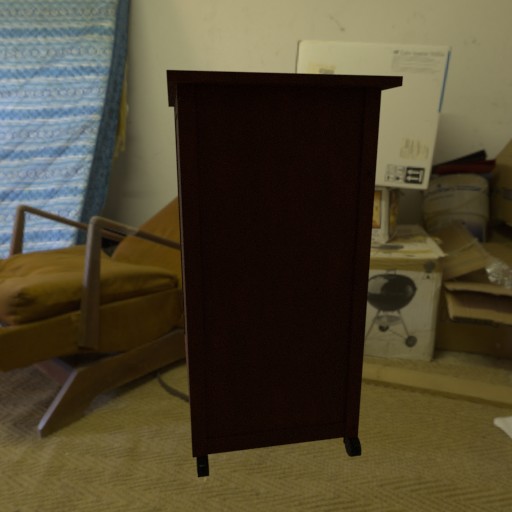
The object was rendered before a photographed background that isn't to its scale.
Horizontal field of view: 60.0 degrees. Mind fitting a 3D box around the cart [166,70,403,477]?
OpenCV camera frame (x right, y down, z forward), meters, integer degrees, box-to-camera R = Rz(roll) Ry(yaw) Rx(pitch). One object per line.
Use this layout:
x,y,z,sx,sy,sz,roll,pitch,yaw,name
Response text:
0.000,0.000,1.238,0.442,0.864,0.683,-3,15,-10,cart
